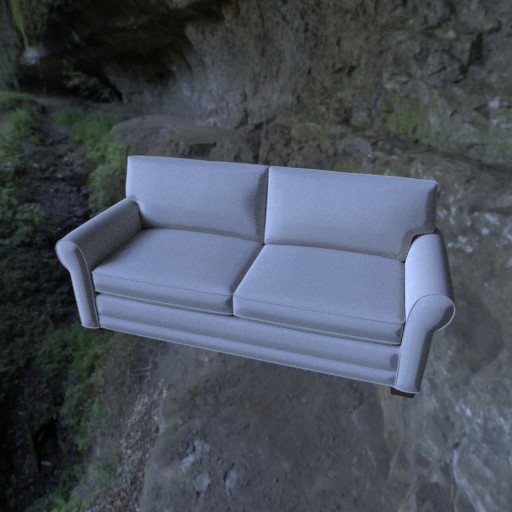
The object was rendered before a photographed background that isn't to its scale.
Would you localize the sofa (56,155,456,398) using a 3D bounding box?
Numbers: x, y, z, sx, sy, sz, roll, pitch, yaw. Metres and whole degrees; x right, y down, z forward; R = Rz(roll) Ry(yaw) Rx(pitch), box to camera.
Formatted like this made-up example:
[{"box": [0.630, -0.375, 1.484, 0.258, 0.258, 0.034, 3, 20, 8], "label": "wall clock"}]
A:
[{"box": [0.000, 0.000, 2.676, 2.146, 0.962, 0.901, 8, 29, 15], "label": "sofa"}]
